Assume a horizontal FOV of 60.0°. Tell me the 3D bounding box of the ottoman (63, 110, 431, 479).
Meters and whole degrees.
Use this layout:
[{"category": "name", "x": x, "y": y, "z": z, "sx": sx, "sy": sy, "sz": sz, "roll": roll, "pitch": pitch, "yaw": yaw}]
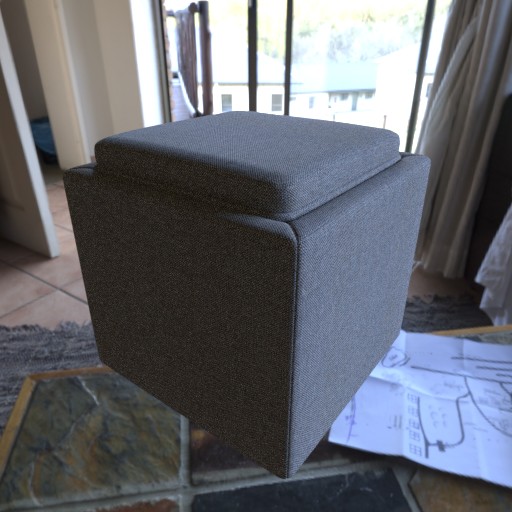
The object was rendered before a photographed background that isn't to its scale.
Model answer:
[{"category": "ottoman", "x": 0.000, "y": 0.000, "z": 0.817, "sx": 0.450, "sy": 0.460, "sz": 0.450, "roll": 19, "pitch": 32, "yaw": 32}]
